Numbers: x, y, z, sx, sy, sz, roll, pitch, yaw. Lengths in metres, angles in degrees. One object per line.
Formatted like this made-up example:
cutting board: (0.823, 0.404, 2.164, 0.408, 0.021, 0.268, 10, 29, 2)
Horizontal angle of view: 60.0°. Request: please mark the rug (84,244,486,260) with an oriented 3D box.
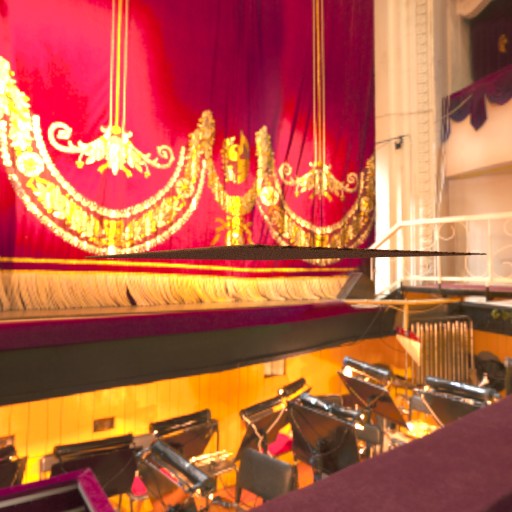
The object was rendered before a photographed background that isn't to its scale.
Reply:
rug: (0.000, 0.000, 2.276, 1.278, 0.009, 1.726, 1, -2, -36)
